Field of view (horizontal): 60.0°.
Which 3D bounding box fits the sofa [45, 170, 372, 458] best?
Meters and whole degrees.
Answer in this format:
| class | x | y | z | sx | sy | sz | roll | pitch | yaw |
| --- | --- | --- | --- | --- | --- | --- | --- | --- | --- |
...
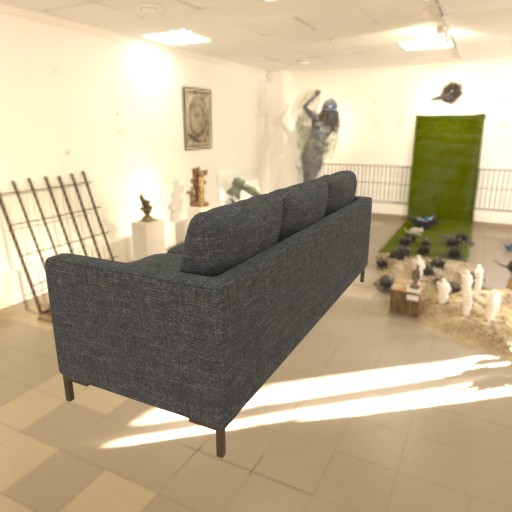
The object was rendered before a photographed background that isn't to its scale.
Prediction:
| class | x | y | z | sx | sy | sz | roll | pitch | yaw |
| --- | --- | --- | --- | --- | --- | --- | --- | --- | --- |
| sofa | 0.000 | 0.000 | 2.612 | 0.859 | 0.874 | 2.218 | 8 | 18 | 25 |
